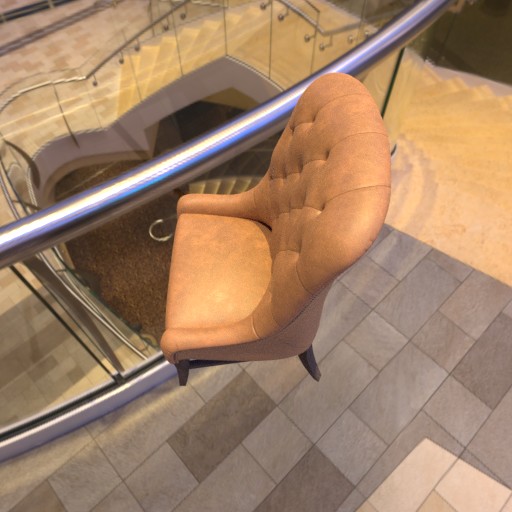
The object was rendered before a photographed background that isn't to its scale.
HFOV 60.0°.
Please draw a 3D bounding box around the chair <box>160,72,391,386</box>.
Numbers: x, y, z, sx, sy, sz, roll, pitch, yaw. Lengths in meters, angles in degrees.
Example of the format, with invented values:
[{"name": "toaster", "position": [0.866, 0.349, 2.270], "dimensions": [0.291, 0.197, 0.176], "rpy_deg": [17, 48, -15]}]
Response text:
[{"name": "chair", "position": [0.000, 0.000, 1.491], "dimensions": [0.629, 1.091, 0.634], "rpy_deg": [0, 58, 0]}]
